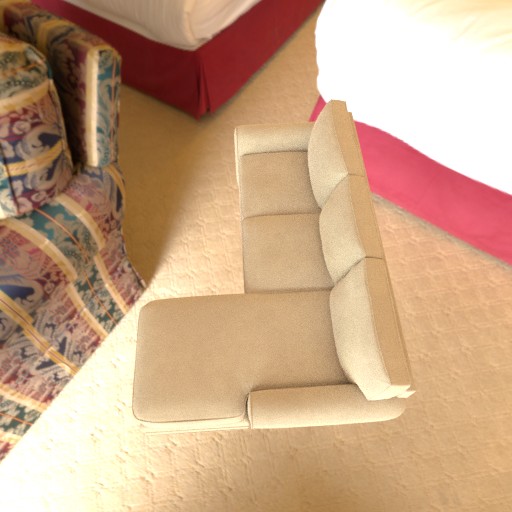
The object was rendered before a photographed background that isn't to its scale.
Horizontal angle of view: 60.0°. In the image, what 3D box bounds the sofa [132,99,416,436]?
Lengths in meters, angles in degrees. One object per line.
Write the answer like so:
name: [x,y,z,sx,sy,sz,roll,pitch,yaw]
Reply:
sofa: [0.000,0.000,2.393,1.226,0.734,1.770,-3,61,-2]
